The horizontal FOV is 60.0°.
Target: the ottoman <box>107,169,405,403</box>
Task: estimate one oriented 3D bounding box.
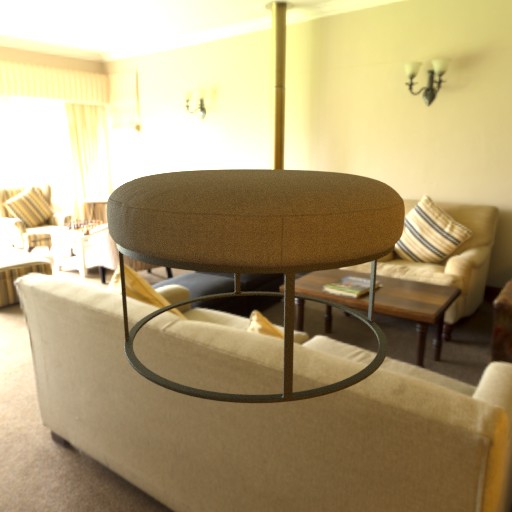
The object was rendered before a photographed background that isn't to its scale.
[{"bbox_3d":[0.000,0.000,1.229,0.772,0.460,0.772,0,13,0],"label":"ottoman"}]
